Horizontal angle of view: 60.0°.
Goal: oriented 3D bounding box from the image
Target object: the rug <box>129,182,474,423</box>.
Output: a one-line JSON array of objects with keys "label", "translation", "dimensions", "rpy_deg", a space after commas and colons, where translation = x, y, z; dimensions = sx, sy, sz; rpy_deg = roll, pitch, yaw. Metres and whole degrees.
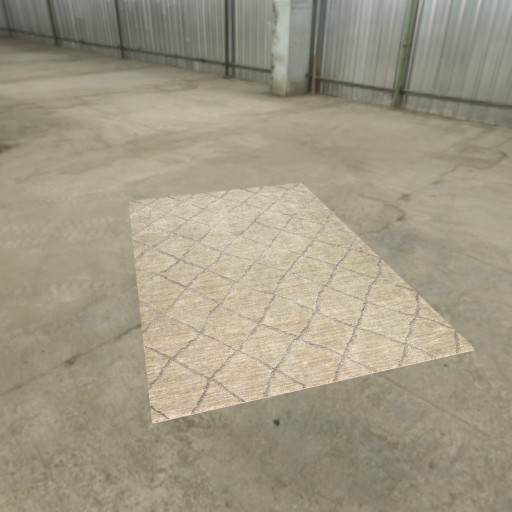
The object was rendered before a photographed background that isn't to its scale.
[{"label": "rug", "translation": [0.000, 0.000, 2.885], "dimensions": [1.521, 0.015, 2.280], "rpy_deg": [-8, 31, -14]}]
